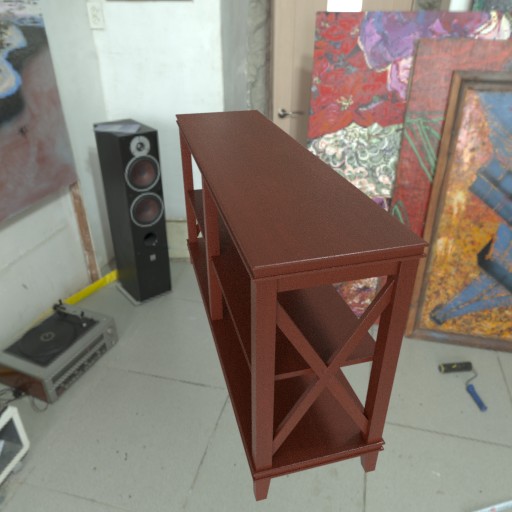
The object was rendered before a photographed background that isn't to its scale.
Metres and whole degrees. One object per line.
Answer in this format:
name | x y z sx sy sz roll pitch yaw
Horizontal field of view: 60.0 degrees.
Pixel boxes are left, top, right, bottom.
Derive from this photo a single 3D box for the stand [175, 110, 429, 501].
stand | 0.000 0.000 1.643 0.381 0.762 1.372 -8 31 -13
